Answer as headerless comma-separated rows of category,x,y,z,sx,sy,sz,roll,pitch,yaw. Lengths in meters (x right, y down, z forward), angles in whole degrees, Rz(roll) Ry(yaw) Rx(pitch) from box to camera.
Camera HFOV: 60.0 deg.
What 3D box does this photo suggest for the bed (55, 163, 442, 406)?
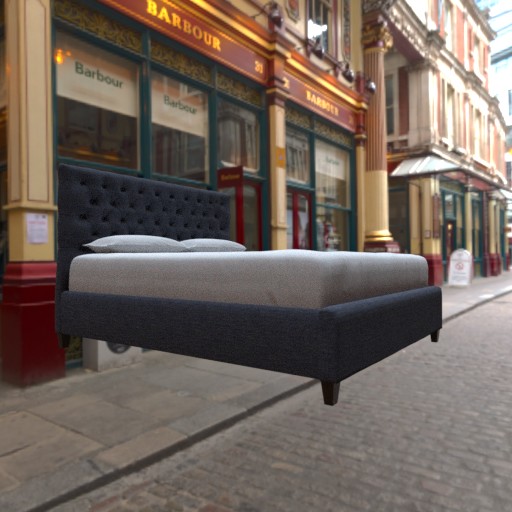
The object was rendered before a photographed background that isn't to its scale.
bed,0.000,0.000,3.576,2.387,1.427,2.078,0,0,36
